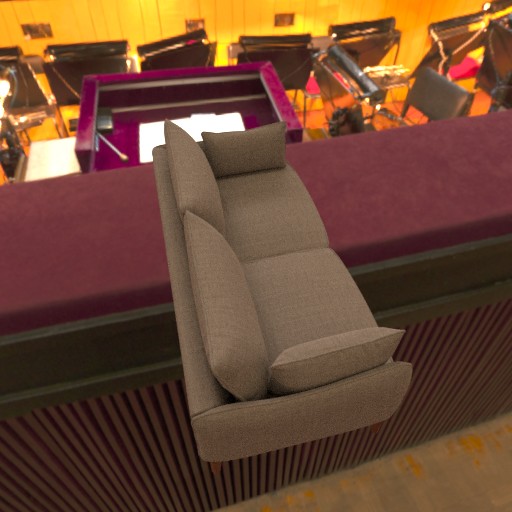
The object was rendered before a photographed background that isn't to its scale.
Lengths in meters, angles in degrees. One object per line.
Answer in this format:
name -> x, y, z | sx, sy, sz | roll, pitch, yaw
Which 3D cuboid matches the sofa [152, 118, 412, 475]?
sofa -> 0.000, 0.000, 2.498 | 0.972, 0.851, 1.989 | -10, 47, -9
